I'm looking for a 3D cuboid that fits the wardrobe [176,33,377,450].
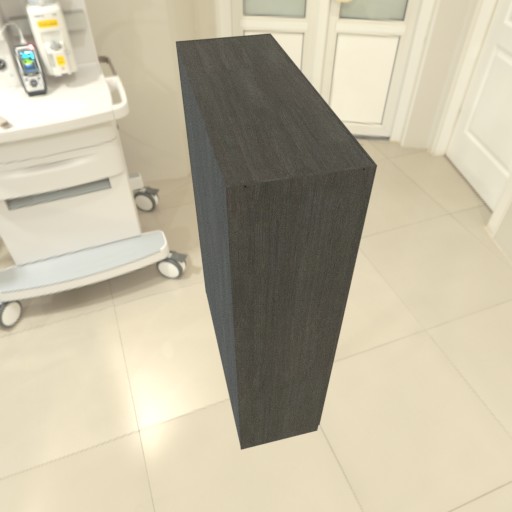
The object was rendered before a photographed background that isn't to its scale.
[{"bbox_3d":[0.000,0.000,2.488,0.510,1.910,1.290,-10,45,-10],"label":"wardrobe"}]
